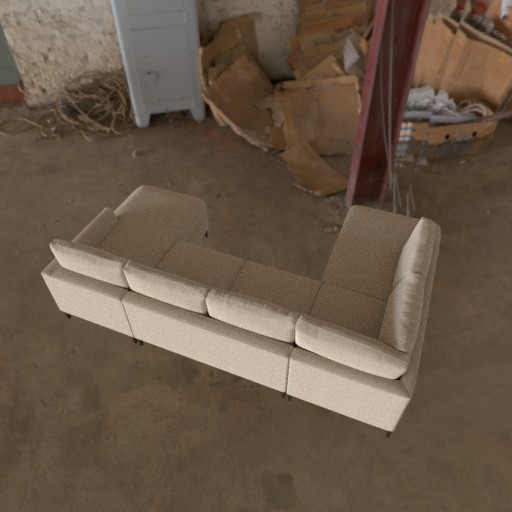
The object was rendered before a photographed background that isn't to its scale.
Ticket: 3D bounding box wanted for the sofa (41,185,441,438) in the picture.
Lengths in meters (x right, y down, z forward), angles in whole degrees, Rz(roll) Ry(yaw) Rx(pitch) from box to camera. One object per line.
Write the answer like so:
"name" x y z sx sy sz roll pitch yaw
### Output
"sofa" 0.000 0.000 3.930 2.984 0.862 1.989 16 48 15
